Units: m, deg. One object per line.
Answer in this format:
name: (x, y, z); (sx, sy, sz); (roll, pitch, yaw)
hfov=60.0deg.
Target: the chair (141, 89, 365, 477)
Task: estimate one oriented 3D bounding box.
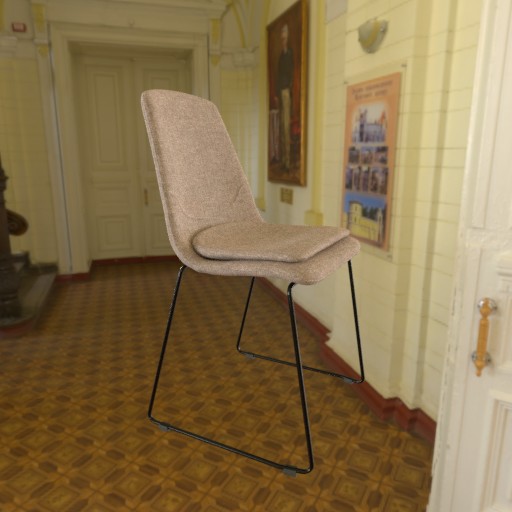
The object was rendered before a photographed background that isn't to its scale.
chair: (0.000, 0.000, 1.182); (0.518, 0.858, 0.479); (7, 15, 27)
